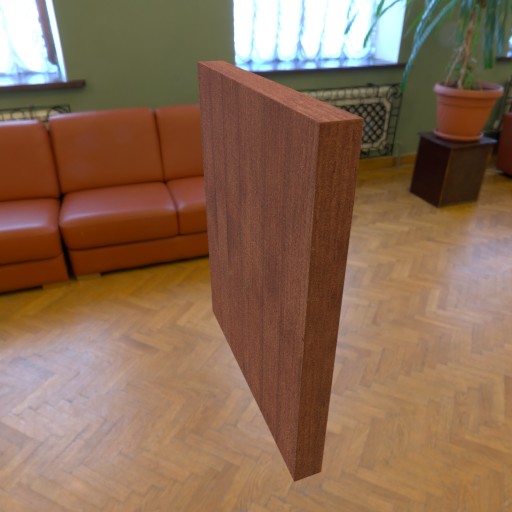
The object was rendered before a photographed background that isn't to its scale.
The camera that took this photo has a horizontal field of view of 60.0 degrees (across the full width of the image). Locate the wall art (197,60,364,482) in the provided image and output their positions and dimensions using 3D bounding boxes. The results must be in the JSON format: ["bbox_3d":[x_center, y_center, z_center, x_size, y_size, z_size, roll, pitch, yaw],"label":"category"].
[{"bbox_3d":[0.000,0.000,0.607,0.039,0.449,0.377,-11,32,-18],"label":"wall art"}]
